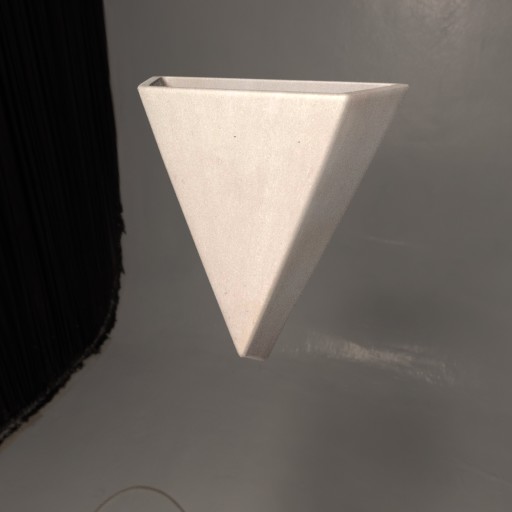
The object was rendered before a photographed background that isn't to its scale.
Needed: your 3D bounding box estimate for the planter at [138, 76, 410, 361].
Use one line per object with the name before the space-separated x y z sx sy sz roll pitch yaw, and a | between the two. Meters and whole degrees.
planter | 0.000 0.000 0.272 0.150 0.197 0.060 9 28 17
